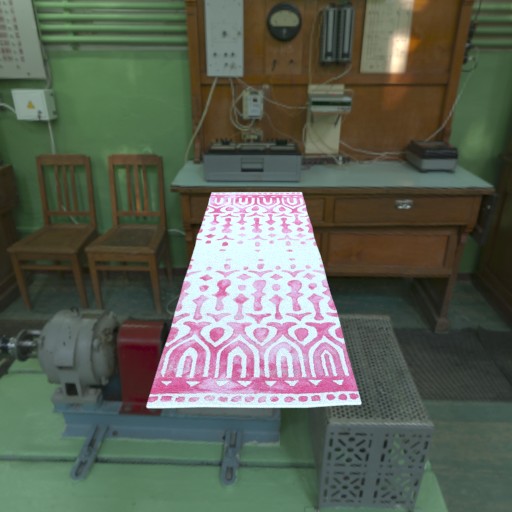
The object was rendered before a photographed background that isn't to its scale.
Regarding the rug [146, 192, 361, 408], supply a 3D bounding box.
[{"bbox_3d":[0.000,0.000,2.685,0.787,0.011,2.458,0,26,0],"label":"rug"}]
